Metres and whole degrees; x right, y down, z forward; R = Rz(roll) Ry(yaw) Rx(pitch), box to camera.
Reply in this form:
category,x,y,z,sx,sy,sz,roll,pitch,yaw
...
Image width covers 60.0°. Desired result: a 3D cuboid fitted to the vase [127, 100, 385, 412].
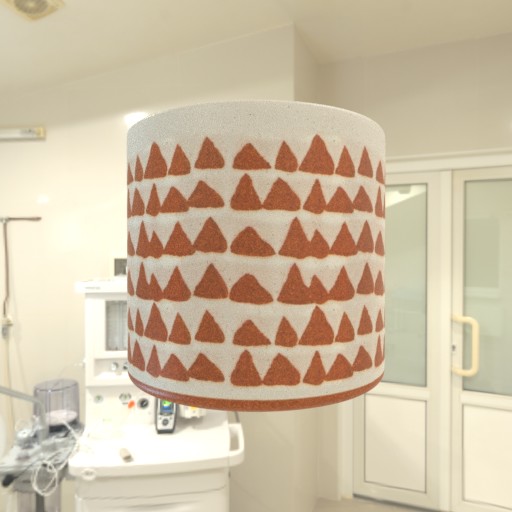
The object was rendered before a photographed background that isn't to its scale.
category,x,y,z,sx,sy,sz,roll,pitch,yaw
vase,0.000,0.000,0.245,0.137,0.127,0.137,0,1,0
